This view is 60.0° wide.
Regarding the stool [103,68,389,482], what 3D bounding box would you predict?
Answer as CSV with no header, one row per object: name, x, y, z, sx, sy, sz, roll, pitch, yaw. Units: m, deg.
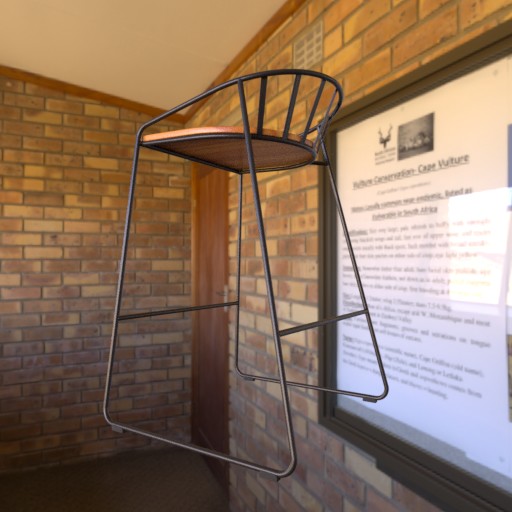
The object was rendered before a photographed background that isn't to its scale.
stool,0.000,0.000,1.141,0.521,0.812,0.546,-1,-1,34
